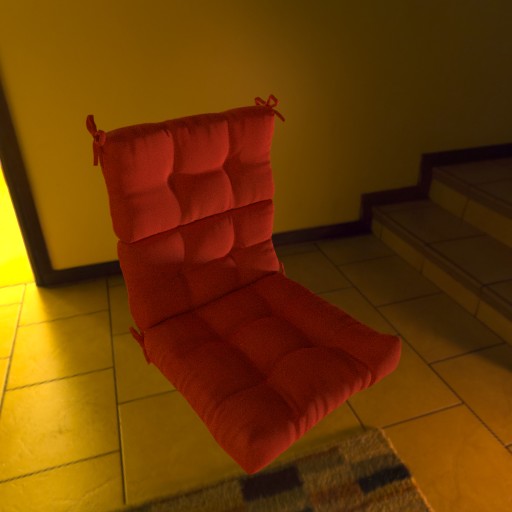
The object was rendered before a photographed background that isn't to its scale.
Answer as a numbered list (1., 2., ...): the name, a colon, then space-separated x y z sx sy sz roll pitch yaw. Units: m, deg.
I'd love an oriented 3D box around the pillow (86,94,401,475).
1. pillow: 0.000 0.000 1.012 0.519 0.605 0.571 -22 37 -33
